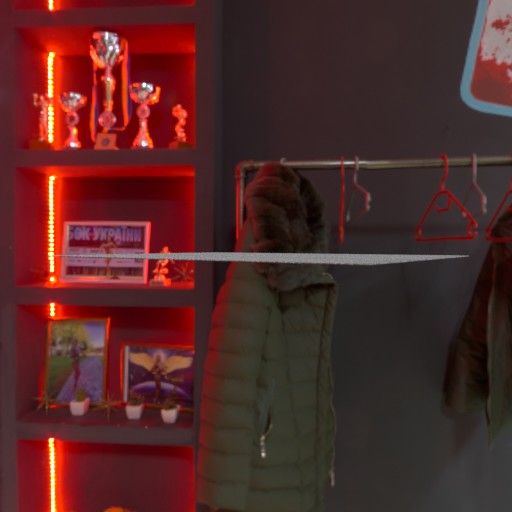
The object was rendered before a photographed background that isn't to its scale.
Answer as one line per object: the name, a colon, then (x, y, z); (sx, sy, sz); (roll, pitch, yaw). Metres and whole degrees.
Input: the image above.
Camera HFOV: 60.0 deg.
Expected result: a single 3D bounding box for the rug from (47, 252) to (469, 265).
rug: (0.000, 0.000, 5.126); (3.957, 0.011, 2.894); (1, 2, 37)
